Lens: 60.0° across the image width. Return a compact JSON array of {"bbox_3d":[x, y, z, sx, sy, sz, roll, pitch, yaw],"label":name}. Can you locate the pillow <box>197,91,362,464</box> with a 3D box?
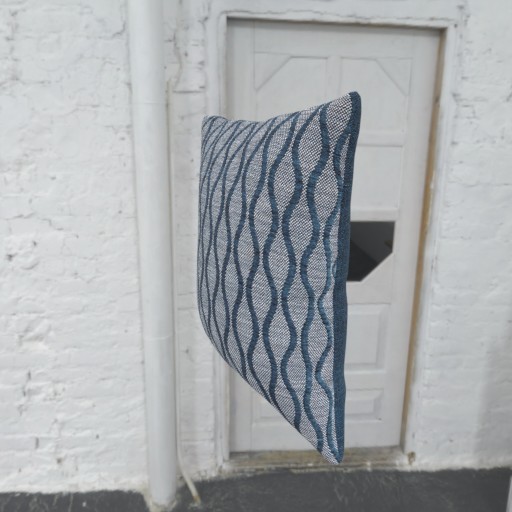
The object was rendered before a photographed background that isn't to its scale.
[{"bbox_3d":[0.000,0.000,0.674,0.159,0.435,0.435,-7,16,-26],"label":"pillow"}]
